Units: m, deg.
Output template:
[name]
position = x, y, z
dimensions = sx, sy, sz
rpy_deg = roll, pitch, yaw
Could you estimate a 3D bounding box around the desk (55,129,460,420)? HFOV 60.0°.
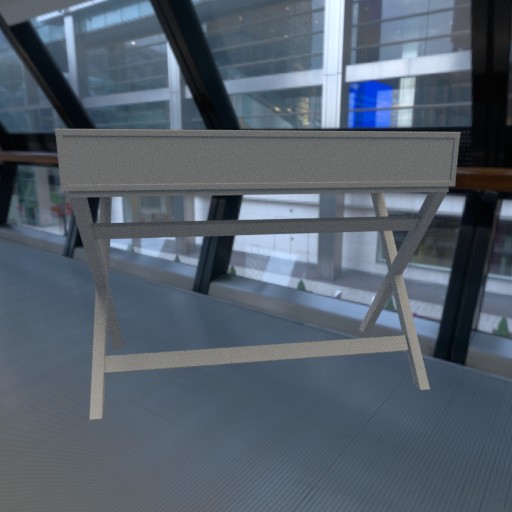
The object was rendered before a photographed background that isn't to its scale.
[desk]
position = 0.000, 0.000, 1.479
dimensions = 1.057, 0.780, 0.525
rpy_deg = -2, 13, -9
